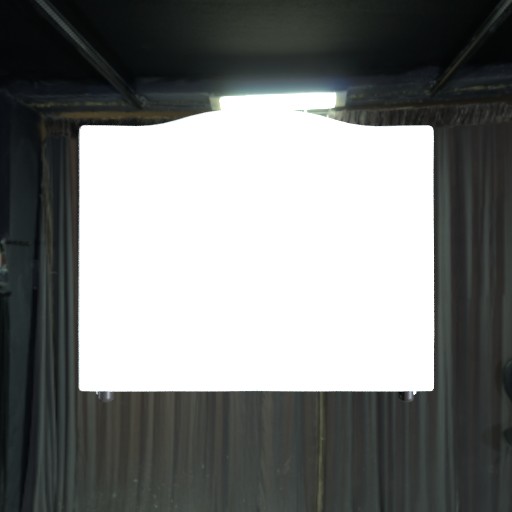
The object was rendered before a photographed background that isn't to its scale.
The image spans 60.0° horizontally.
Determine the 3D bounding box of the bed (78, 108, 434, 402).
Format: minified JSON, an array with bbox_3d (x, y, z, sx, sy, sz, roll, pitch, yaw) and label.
[{"bbox_3d":[0.000,0.000,3.223,1.753,1.460,2.143,0,0,0],"label":"bed"}]
